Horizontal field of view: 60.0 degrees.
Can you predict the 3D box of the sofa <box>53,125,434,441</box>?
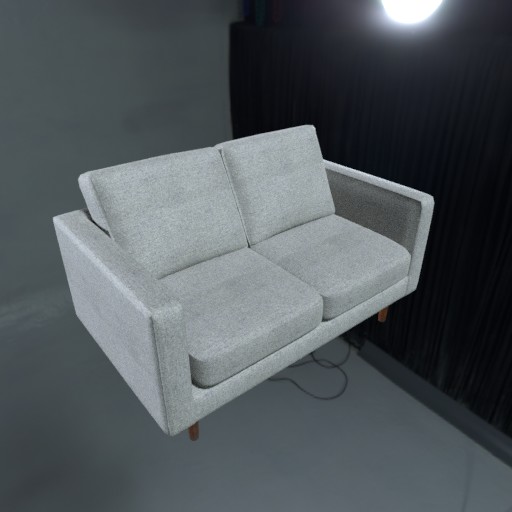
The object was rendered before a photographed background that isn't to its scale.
[{"bbox_3d":[0.000,0.000,2.161,1.527,0.973,0.969,-22,36,-33],"label":"sofa"}]
